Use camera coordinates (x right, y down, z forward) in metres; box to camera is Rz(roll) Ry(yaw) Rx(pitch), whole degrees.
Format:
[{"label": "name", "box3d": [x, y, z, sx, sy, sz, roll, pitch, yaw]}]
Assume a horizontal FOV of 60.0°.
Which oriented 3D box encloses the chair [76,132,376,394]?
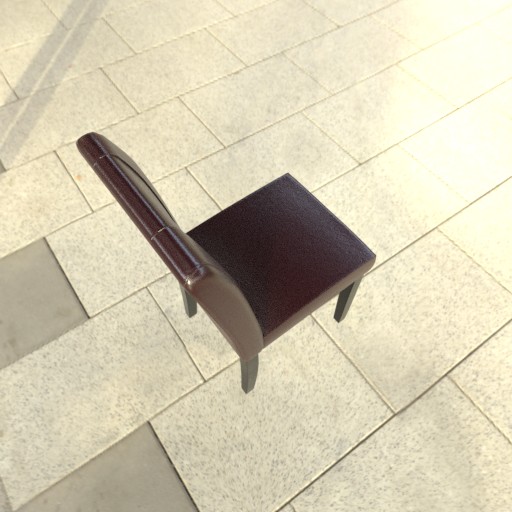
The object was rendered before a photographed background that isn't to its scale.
[{"label": "chair", "box3d": [0.000, 0.000, 1.190, 0.556, 0.897, 0.399, -33, 64, -19]}]
